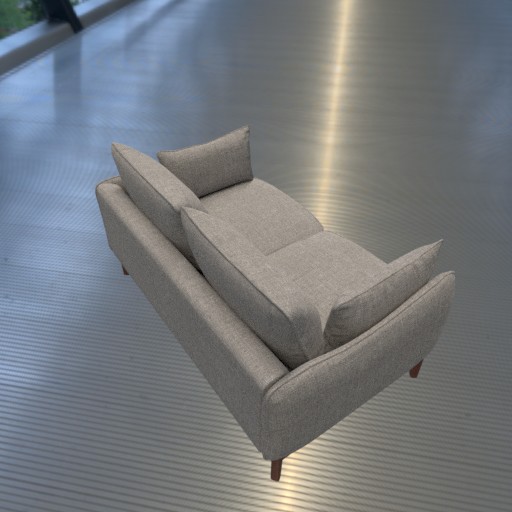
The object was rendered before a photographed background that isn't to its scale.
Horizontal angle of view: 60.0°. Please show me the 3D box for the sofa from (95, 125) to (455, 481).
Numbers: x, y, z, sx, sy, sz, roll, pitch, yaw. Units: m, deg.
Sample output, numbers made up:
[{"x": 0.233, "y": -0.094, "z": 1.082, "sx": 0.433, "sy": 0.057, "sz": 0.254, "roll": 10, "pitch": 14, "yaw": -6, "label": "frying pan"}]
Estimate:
[{"x": 0.000, "y": 0.000, "z": 2.103, "sx": 0.972, "sy": 0.851, "sz": 1.580, "roll": -24, "pitch": 45, "yaw": -27, "label": "sofa"}]
